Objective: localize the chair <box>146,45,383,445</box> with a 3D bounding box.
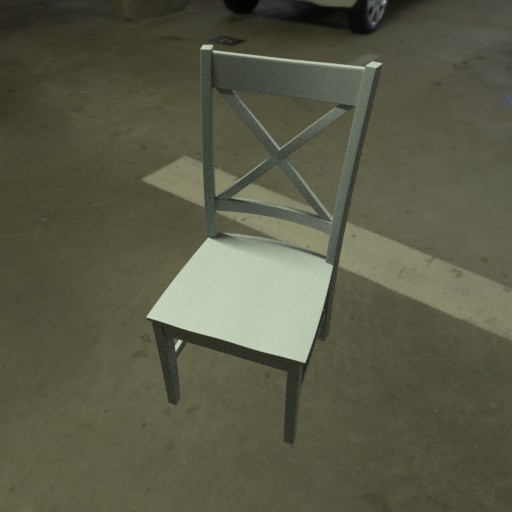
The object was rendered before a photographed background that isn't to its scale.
[{"bbox_3d":[0.000,0.000,1.289,0.485,0.983,0.542,13,42,15],"label":"chair"}]
